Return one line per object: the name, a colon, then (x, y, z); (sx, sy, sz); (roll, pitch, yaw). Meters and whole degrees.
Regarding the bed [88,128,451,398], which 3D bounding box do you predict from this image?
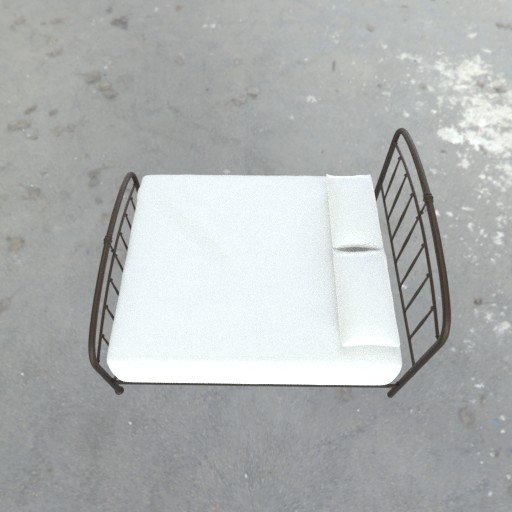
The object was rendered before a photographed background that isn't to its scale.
bed: (0.000, 0.000, 3.311); (2.180, 1.425, 1.711); (1, 58, 0)
